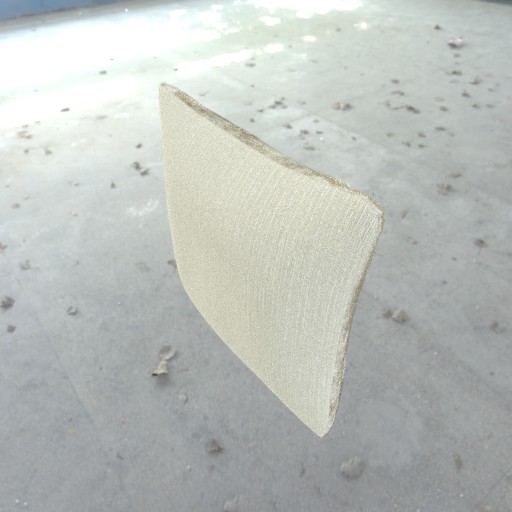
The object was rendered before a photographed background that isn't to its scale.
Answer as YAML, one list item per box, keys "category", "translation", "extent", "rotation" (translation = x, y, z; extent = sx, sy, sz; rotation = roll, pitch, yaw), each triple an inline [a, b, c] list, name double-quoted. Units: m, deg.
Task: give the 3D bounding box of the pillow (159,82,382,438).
- category: "pillow"
  translation: [0.000, 0.000, 0.837]
  extent: [0.216, 0.525, 0.538]
  rotation: [-26, 46, -27]
